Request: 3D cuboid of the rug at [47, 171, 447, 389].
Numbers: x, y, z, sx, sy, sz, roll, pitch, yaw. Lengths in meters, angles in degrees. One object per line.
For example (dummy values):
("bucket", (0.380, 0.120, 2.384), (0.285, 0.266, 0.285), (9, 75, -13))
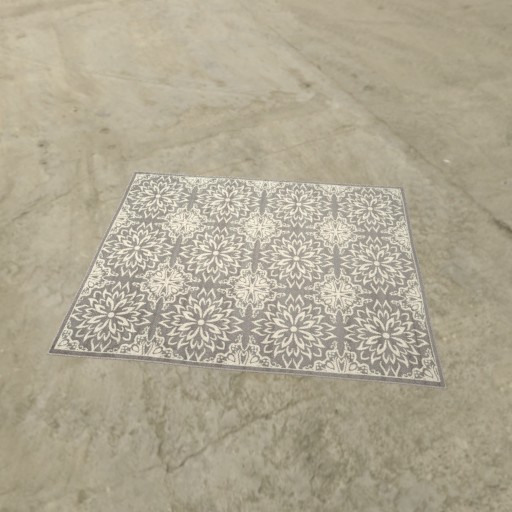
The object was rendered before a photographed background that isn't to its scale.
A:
("rug", (0.000, 0.000, 4.086), (2.980, 0.012, 2.363), (4, 47, 4))
